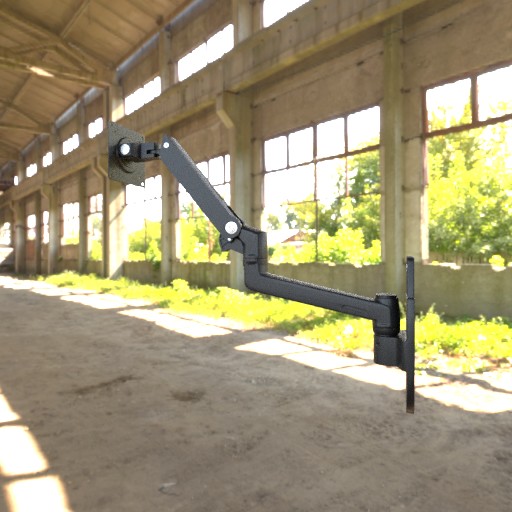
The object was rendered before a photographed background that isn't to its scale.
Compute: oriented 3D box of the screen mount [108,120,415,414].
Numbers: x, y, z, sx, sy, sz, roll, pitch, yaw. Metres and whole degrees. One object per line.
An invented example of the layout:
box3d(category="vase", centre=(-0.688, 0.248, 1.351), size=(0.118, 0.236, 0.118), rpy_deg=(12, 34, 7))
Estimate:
box3d(category="screen mount", centre=(0.000, 0.000, 0.737), size=(0.495, 0.466, 0.115), rpy_deg=(0, 0, 18))
